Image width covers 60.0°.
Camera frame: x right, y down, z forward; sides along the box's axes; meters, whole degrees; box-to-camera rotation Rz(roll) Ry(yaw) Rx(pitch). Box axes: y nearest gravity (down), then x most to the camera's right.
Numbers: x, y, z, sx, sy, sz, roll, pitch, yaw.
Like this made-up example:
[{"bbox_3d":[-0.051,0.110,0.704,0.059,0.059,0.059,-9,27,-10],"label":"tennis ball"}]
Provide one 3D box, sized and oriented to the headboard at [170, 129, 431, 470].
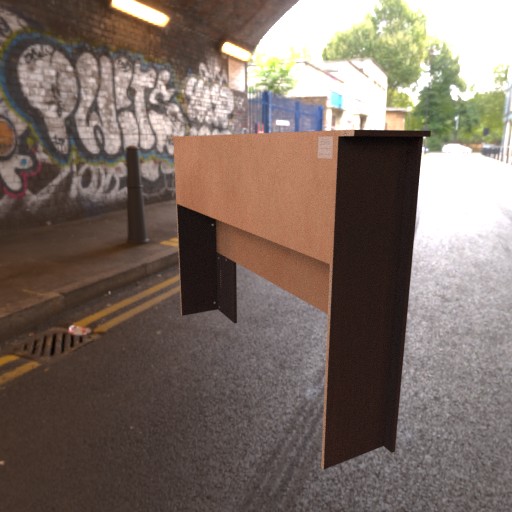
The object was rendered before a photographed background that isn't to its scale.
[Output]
[{"bbox_3d":[0.000,0.000,2.070,0.279,1.092,1.671,-7,16,-26],"label":"headboard"}]
